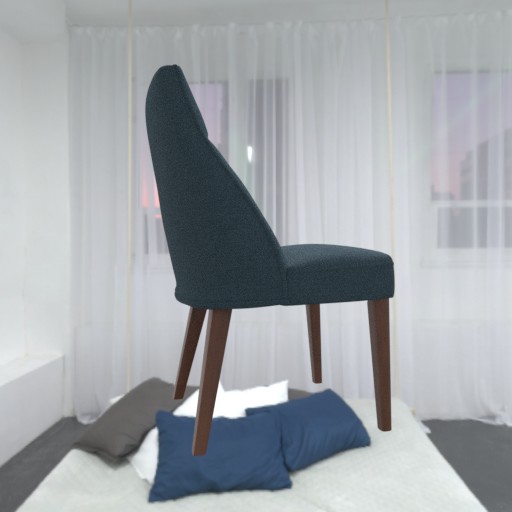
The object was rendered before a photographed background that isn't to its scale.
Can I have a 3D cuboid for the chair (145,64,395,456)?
[{"bbox_3d":[0.000,0.000,1.294,0.620,0.930,0.500,0,2,-17],"label":"chair"}]
